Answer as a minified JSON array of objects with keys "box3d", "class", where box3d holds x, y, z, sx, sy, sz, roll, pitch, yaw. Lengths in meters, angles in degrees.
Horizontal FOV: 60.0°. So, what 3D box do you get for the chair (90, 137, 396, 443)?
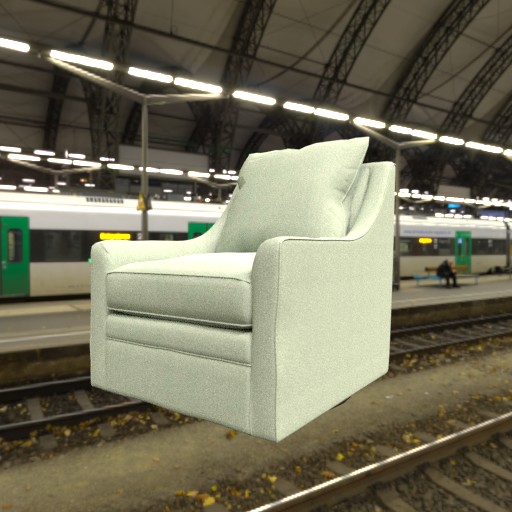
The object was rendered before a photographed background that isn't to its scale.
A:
[{"box3d":[0.000,0.000,1.605,0.760,0.926,0.870,1,1,36],"class":"chair"}]
